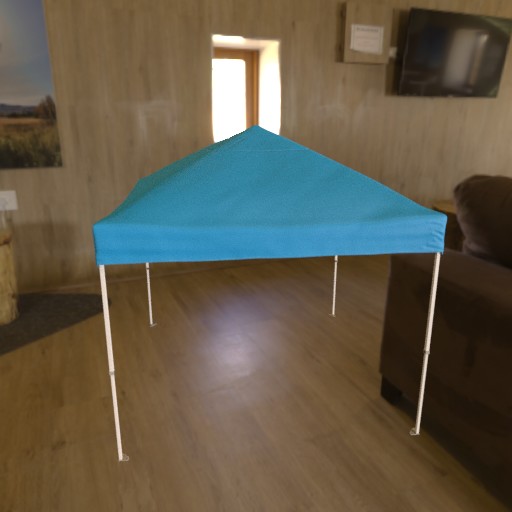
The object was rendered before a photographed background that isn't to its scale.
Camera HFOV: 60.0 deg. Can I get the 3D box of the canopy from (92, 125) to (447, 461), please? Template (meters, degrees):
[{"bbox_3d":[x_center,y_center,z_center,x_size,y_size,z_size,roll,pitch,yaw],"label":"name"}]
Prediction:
[{"bbox_3d":[0.000,0.000,5.282,2.996,2.997,2.998,-2,17,-7],"label":"canopy"}]
